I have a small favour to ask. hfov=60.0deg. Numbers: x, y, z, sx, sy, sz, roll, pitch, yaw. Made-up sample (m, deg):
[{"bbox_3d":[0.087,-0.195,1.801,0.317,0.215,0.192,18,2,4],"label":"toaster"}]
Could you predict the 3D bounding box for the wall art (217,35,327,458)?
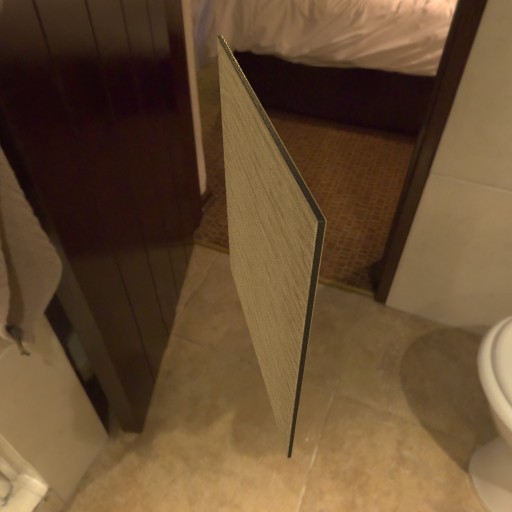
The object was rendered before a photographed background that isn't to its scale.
[{"bbox_3d":[0.000,0.000,0.762,0.009,0.559,0.483,-10,46,-10],"label":"wall art"}]
